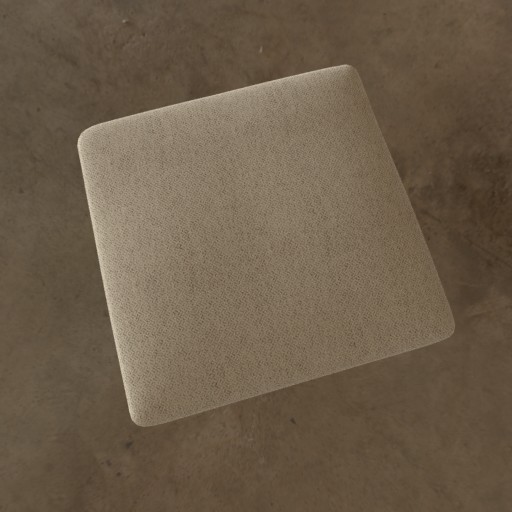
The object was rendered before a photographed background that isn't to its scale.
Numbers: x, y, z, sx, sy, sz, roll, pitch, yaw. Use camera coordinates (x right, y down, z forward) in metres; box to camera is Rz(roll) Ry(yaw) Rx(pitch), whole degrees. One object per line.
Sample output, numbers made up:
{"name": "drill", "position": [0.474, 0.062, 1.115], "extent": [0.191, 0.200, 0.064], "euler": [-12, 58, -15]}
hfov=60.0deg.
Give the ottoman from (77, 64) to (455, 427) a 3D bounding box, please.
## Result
{"name": "ottoman", "position": [0.000, 0.000, 0.900], "extent": [0.521, 0.453, 0.512], "euler": [-15, 76, -4]}
